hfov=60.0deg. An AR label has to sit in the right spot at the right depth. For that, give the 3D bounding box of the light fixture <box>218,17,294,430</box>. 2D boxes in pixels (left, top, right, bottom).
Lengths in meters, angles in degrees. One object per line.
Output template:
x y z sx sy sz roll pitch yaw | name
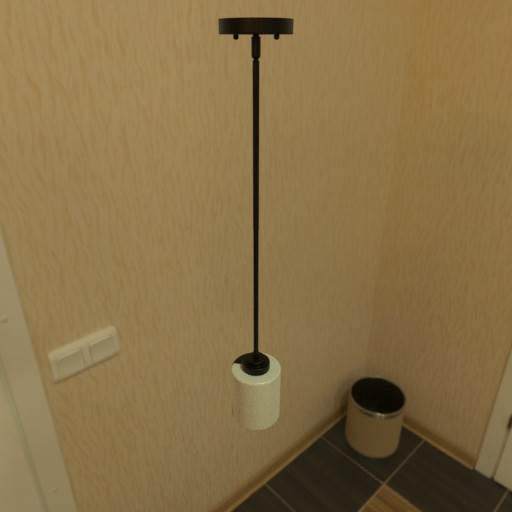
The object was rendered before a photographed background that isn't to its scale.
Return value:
0.000 0.000 0.915 0.123 0.863 0.123 8 27 16 | light fixture
